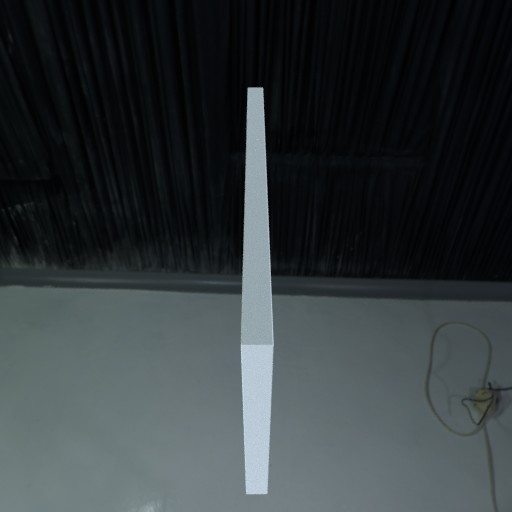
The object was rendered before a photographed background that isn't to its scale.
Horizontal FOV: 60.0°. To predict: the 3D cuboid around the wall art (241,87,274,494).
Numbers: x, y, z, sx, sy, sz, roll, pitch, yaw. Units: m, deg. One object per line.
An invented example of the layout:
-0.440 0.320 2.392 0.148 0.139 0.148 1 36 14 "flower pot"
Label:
0.000 0.000 0.964 0.038 0.431 0.812 0 41 0 "wall art"
